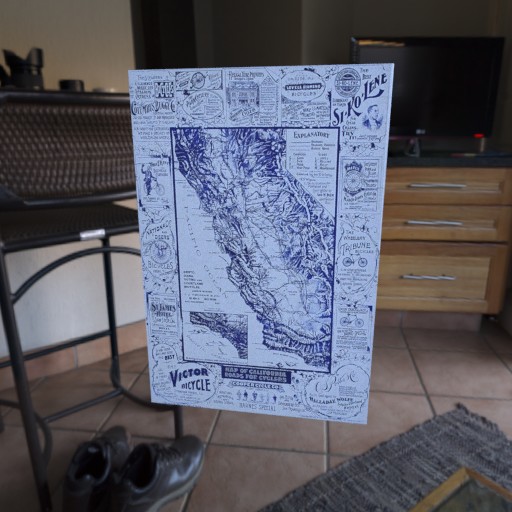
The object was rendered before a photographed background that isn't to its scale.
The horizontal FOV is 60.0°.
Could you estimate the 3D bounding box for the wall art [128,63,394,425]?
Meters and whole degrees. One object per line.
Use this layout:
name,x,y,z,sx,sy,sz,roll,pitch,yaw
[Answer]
wall art,0.000,0.000,0.957,0.511,0.753,0.039,3,16,10
